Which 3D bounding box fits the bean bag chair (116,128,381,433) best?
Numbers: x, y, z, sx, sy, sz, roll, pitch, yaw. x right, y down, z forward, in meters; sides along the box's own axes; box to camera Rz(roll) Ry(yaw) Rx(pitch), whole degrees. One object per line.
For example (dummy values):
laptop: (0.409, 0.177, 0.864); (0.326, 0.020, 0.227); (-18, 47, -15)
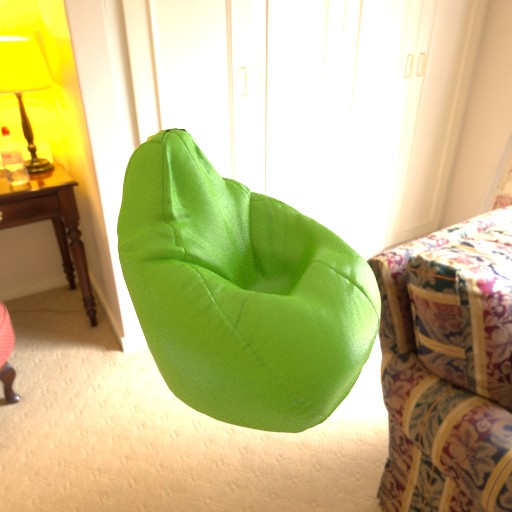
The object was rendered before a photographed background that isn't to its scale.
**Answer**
bean bag chair: (0.000, 0.000, 1.857); (1.070, 0.990, 1.070); (10, 31, 18)
